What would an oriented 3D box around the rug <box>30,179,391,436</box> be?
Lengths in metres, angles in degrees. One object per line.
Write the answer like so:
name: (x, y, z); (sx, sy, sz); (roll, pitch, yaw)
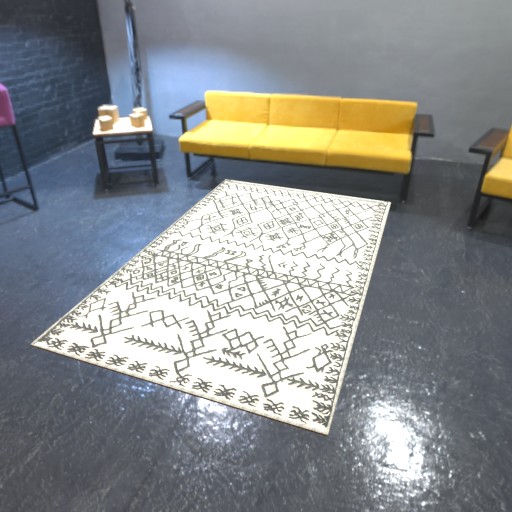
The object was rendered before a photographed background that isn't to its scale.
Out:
rug: (0.000, 0.000, 2.992); (1.526, 0.012, 2.444); (11, 33, 17)
